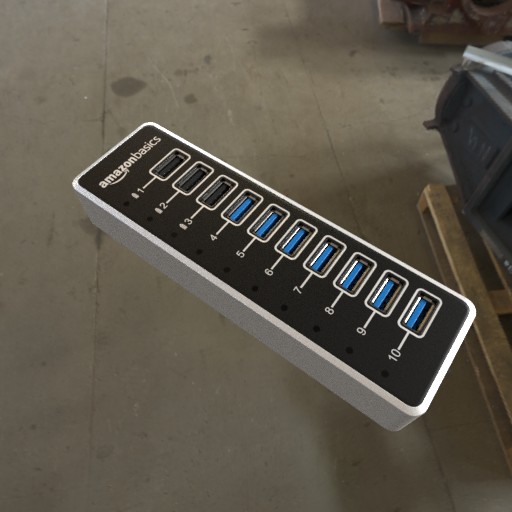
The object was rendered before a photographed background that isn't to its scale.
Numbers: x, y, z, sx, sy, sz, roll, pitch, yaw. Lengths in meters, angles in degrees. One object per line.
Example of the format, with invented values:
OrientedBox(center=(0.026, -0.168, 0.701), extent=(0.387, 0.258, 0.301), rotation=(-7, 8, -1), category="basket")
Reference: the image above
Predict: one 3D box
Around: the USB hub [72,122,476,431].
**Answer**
OrientedBox(center=(0.000, 0.000, 0.163), extent=(0.145, 0.023, 0.044), rotation=(32, 64, 18), category="USB hub")
